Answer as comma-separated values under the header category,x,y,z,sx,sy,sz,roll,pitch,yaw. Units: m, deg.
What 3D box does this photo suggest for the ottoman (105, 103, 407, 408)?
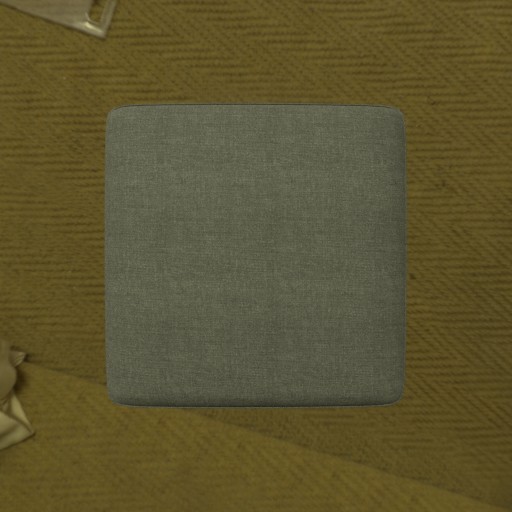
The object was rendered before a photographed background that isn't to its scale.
category,x,y,z,sx,sy,sz,roll,pitch,yaw
ottoman,0.000,0.000,1.725,1.067,0.559,1.067,0,91,0
